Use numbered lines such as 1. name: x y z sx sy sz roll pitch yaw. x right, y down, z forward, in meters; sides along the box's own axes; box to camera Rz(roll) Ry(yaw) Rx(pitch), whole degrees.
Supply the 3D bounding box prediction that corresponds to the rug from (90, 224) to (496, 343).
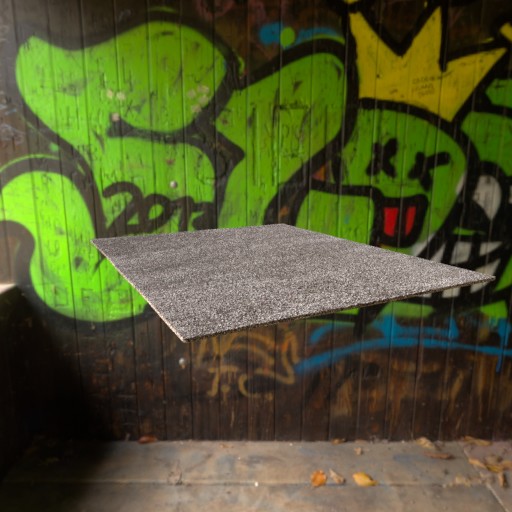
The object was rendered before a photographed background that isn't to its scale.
1. rug: 0.000 0.000 3.985 2.401 0.025 3.000 -7 14 -27
